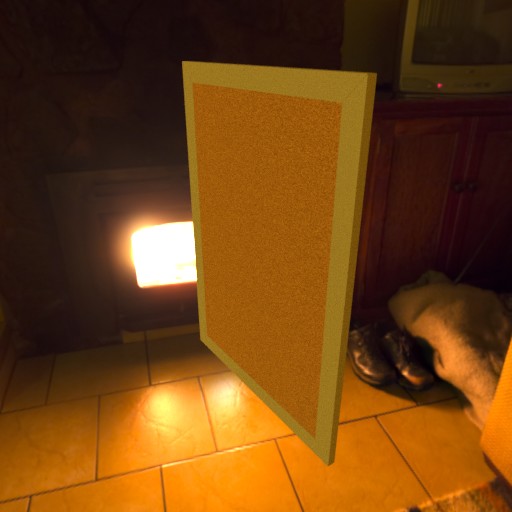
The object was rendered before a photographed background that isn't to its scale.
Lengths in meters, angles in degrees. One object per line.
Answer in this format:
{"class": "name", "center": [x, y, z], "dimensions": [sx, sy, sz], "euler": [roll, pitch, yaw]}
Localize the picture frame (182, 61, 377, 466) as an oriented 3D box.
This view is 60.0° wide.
{"class": "picture frame", "center": [0.000, 0.000, 0.581], "dimensions": [0.011, 0.459, 0.326], "euler": [-17, 31, -32]}
